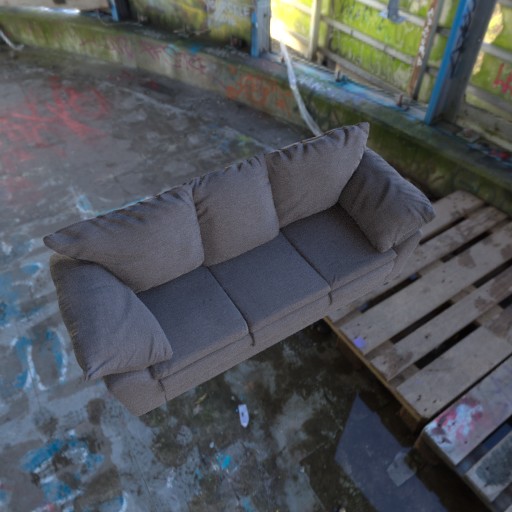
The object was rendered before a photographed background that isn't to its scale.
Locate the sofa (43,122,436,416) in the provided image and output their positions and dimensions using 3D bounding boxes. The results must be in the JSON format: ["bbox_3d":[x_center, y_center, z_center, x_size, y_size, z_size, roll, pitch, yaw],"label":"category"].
[{"bbox_3d":[0.000,0.000,2.872,2.390,1.043,0.927,-24,51,-21],"label":"sofa"}]
